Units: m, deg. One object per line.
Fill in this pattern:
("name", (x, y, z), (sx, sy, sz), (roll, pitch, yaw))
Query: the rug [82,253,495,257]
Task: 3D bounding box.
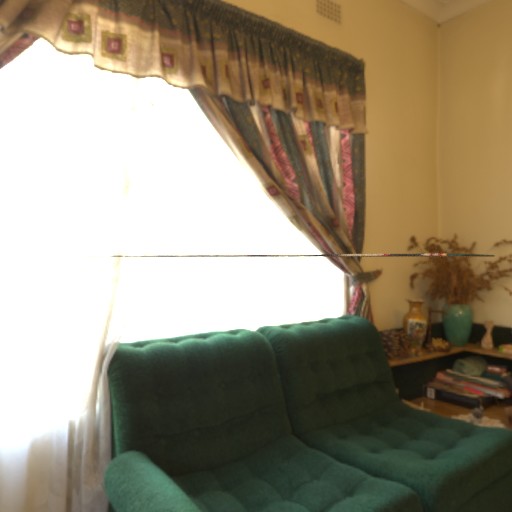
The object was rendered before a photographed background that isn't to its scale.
("rug", (0.000, 0.000, 2.655), (2.440, 0.009, 0.760), (0, 0, 36))
